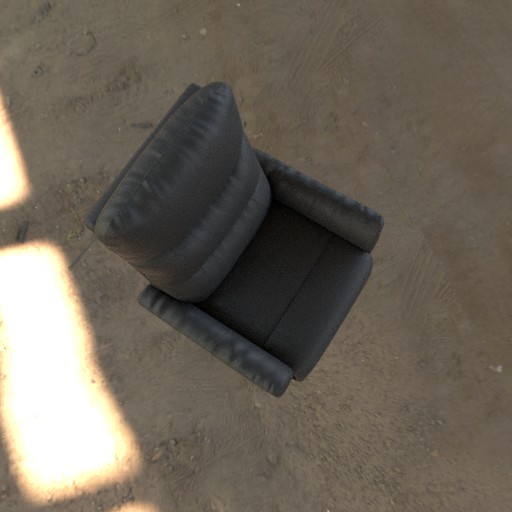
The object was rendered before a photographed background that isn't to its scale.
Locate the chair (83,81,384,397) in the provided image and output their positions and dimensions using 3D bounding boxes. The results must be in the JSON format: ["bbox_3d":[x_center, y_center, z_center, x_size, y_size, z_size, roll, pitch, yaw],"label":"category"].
[{"bbox_3d":[0.000,0.000,1.637,0.831,1.082,0.775,33,79,7],"label":"chair"}]
